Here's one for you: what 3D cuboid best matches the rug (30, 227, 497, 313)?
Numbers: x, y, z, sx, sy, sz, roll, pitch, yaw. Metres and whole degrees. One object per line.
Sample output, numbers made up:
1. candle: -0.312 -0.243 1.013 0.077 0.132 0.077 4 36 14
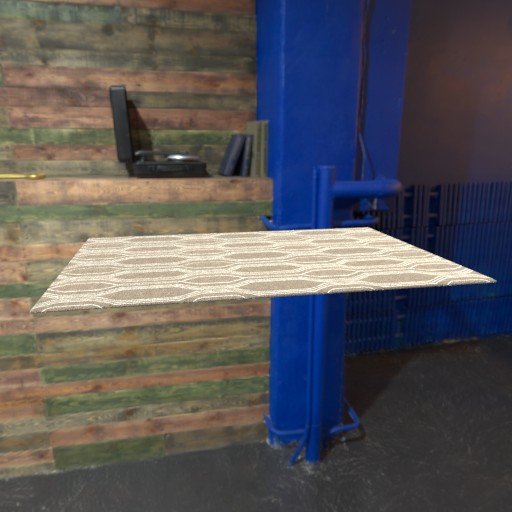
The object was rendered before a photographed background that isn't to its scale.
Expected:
1. rug: 0.000 0.000 2.285 1.836 0.012 1.239 -3 15 -11
